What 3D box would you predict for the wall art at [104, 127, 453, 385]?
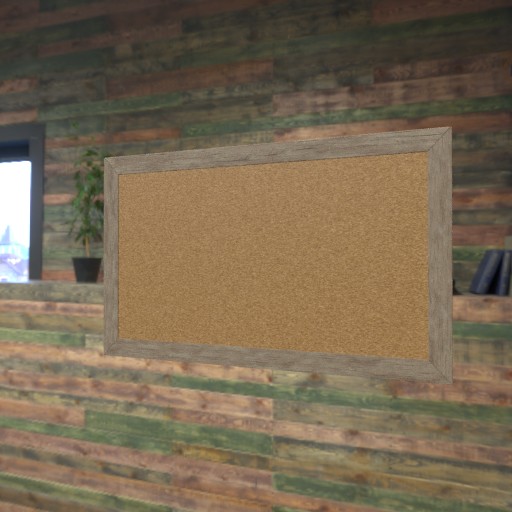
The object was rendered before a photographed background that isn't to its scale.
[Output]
[{"bbox_3d":[0.000,0.000,0.961,0.780,0.480,0.021,0,0,19],"label":"wall art"}]
